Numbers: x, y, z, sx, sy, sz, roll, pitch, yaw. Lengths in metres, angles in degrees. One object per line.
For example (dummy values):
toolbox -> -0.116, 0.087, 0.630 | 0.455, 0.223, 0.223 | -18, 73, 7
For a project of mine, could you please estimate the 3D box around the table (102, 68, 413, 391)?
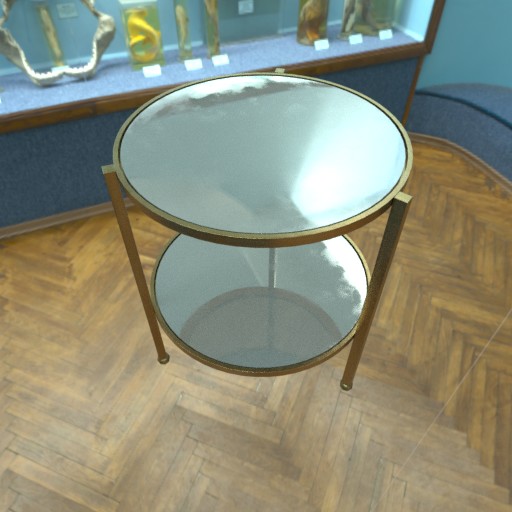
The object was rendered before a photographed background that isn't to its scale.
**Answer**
table -> 0.000, 0.000, 0.446 | 0.243, 0.269, 0.231 | -16, 48, -14
